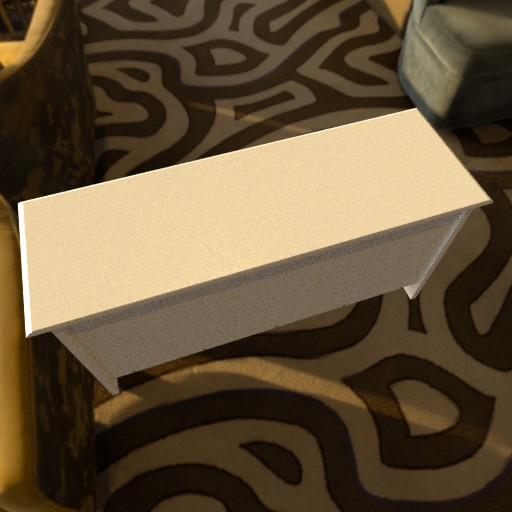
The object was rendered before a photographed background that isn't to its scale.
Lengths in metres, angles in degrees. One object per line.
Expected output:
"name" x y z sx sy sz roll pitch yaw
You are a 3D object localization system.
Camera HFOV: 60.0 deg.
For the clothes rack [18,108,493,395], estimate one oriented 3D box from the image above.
"clothes rack" 0.000 0.000 1.419 1.218 0.558 0.405 -16 59 -10
